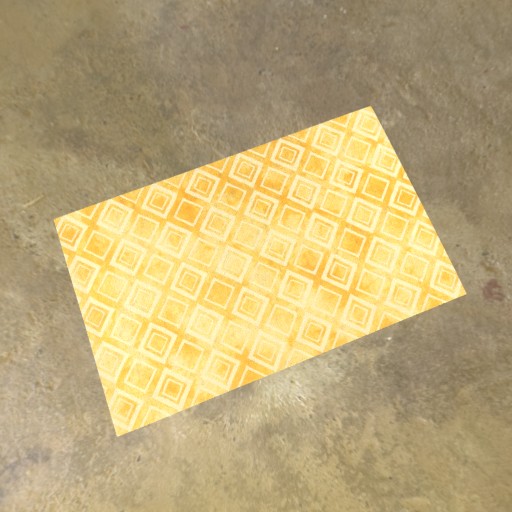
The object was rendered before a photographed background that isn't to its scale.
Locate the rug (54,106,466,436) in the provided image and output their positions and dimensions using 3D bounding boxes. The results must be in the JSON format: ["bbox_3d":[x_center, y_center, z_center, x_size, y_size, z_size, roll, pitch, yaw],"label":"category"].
[{"bbox_3d":[0.000,0.000,3.003,2.424,0.010,1.511,-21,77,-5],"label":"rug"}]
